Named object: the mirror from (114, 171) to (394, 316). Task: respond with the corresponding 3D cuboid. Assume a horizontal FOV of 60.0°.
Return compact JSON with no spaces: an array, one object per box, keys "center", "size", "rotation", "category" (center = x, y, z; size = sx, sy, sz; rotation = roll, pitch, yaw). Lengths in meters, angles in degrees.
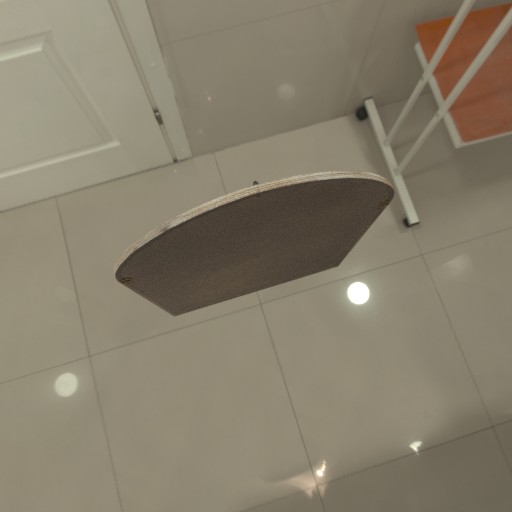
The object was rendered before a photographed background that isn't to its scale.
[{"center":[0.000,0.000,1.135],"size":[0.609,0.915,0.032],"rotation":[-17,76,-4],"category":"mirror"}]
